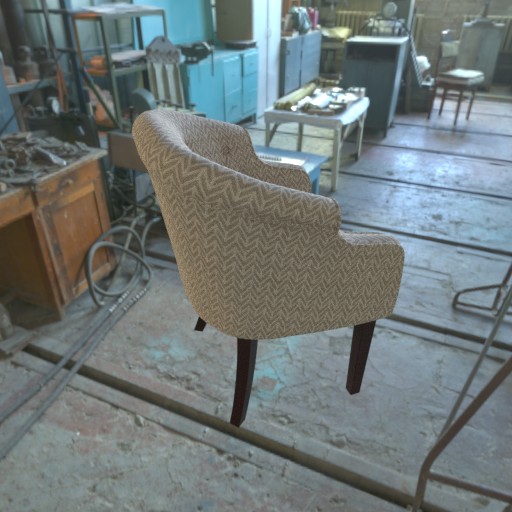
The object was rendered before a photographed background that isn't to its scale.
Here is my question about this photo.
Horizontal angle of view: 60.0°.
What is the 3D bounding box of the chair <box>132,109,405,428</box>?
[{"bbox_3d":[0.000,0.000,1.347,0.613,0.858,0.686,-11,33,-17],"label":"chair"}]
